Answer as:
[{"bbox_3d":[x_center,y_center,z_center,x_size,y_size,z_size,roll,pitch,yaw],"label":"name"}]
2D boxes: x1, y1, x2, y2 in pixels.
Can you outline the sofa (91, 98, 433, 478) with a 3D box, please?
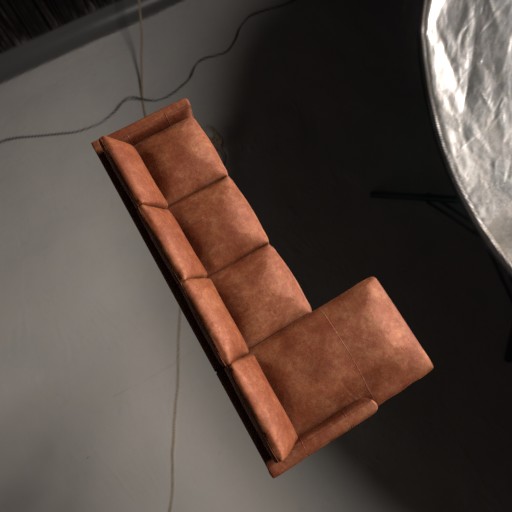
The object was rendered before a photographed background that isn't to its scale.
[{"bbox_3d":[0.000,0.000,3.685,1.471,0.859,2.993,-30,78,-7],"label":"sofa"}]
